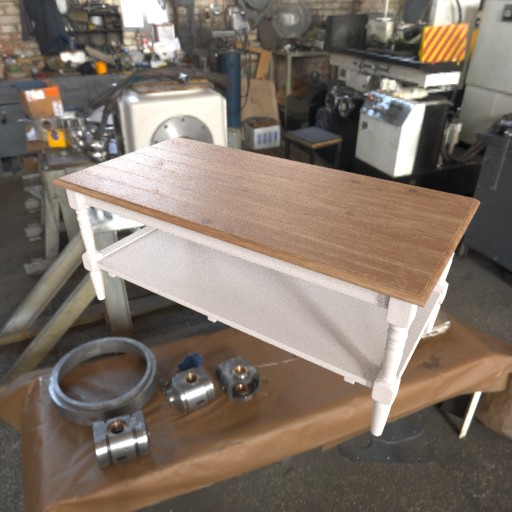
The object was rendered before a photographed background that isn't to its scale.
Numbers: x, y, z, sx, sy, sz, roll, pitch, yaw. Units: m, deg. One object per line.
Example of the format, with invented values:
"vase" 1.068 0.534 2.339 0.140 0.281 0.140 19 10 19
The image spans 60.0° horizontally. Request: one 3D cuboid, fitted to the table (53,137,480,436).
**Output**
"table" 0.000 0.000 1.400 1.118 0.458 0.559 19 36 28
